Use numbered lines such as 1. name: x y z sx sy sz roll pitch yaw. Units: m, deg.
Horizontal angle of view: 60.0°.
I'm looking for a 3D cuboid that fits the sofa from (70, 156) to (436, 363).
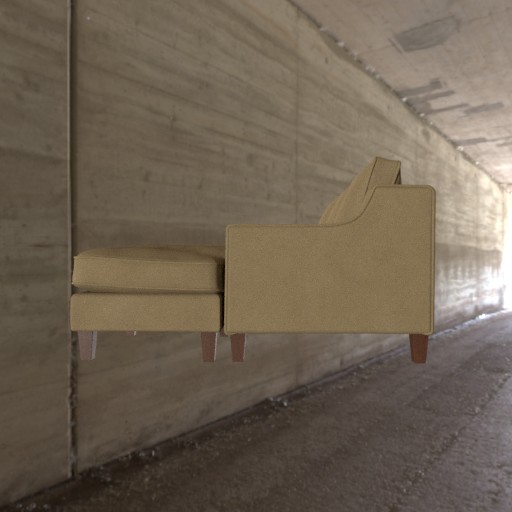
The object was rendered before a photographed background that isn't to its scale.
1. sofa: 0.000 0.000 3.336 1.858 1.066 2.317 0 0 2
